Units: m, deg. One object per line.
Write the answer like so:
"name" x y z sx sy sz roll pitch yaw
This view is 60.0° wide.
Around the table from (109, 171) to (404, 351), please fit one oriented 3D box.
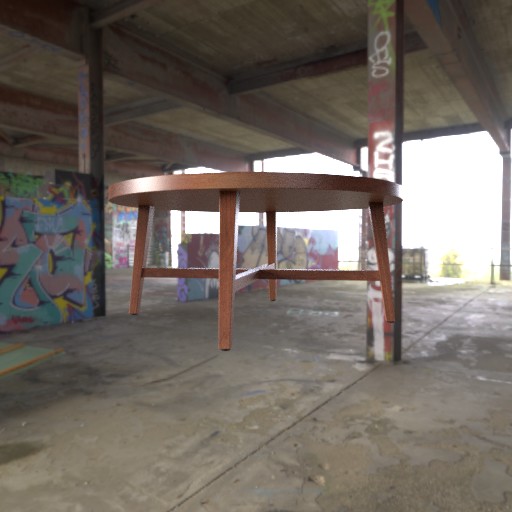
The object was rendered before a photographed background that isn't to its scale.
"table" 0.000 0.000 1.273 0.800 0.360 0.800 0 2 0
